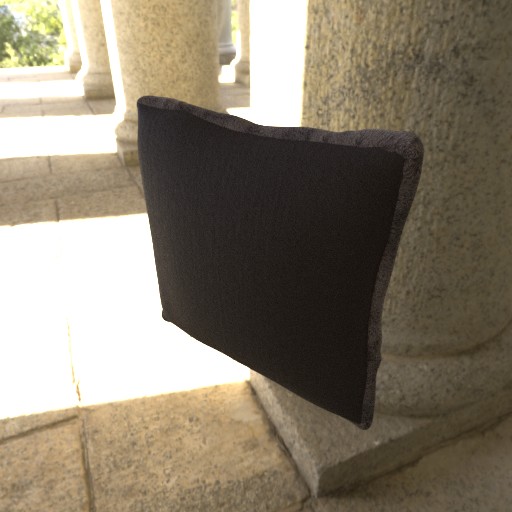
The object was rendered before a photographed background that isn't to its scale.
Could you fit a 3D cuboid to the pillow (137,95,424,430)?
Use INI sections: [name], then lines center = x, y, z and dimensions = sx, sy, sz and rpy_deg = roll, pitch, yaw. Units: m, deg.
[pillow]
center = 0.000, 0.000, 0.790
dimensions = 0.522, 0.520, 0.204
rpy_deg = 21, 36, 31
